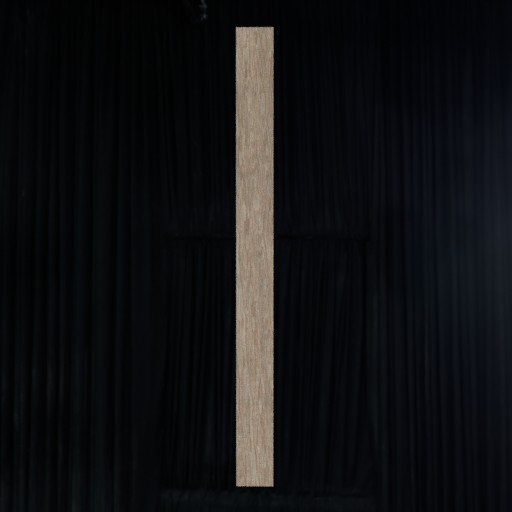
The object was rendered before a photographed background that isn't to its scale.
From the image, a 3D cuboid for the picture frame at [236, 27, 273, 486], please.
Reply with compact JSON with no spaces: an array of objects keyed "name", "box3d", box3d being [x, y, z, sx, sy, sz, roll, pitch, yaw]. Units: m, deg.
[{"name":"picture frame","box3d":[0.000,0.000,0.720,0.043,0.526,0.424,0,1,0]}]
